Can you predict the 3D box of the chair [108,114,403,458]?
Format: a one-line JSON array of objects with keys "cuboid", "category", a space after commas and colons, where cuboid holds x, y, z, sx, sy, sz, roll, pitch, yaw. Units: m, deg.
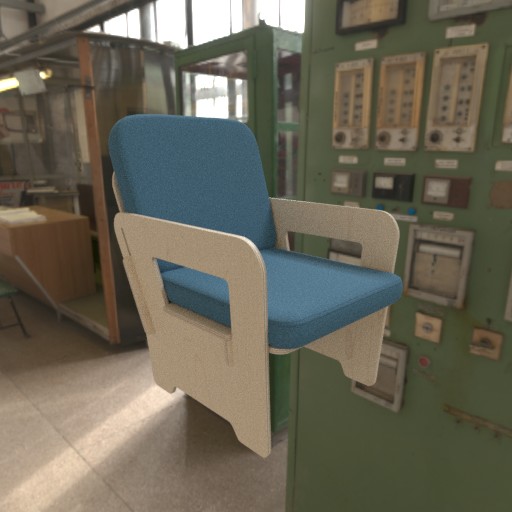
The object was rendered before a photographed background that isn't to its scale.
[{"cuboid": [0.000, 0.000, 1.198, 0.547, 0.747, 0.657, -13, 19, -43], "category": "chair"}]
